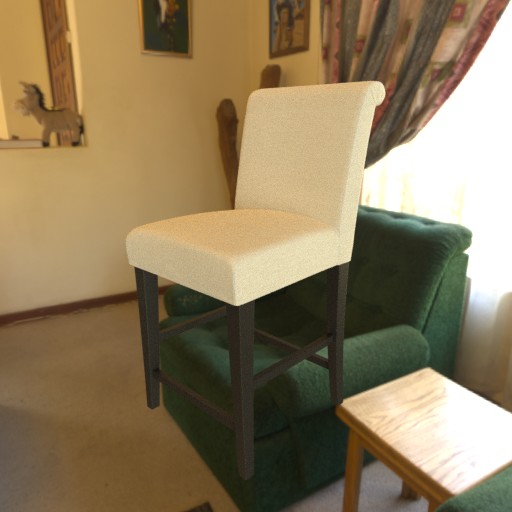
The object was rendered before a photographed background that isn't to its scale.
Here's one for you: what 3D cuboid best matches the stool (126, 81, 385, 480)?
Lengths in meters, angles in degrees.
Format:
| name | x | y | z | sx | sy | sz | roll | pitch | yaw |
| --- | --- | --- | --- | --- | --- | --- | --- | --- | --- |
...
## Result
| name | x | y | z | sx | sy | sz | roll | pitch | yaw |
| --- | --- | --- | --- | --- | --- | --- | --- | --- | --- |
| stool | 0.000 | 0.000 | 1.315 | 0.452 | 0.976 | 0.597 | 15 | 22 | 41 |
